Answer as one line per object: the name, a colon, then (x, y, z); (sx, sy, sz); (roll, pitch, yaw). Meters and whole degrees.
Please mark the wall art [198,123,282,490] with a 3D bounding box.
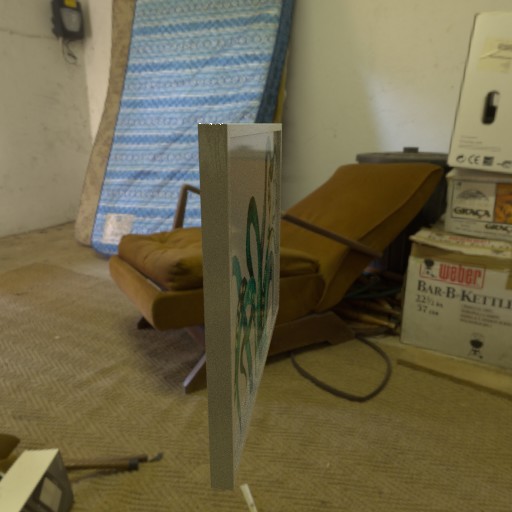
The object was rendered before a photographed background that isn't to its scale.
wall art: (0.000, 0.000, 1.377); (0.053, 0.787, 1.041); (2, 17, 8)
